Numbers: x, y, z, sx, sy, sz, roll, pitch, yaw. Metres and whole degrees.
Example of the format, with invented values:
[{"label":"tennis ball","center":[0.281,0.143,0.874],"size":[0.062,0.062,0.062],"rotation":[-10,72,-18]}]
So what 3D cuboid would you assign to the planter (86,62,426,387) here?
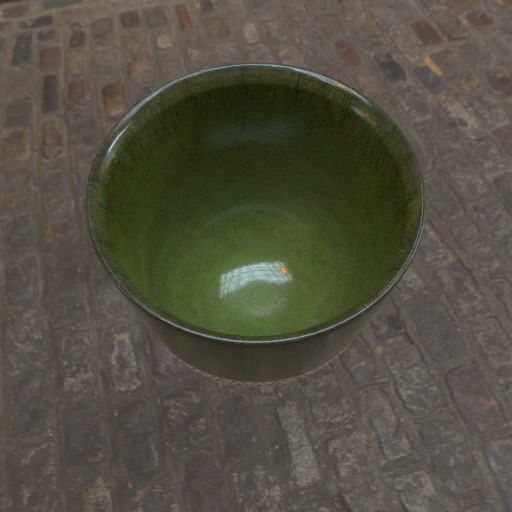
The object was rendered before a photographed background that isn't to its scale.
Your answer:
[{"label":"planter","center":[0.000,0.000,0.469],"size":[0.266,0.270,0.266],"rotation":[0,63,0]}]
